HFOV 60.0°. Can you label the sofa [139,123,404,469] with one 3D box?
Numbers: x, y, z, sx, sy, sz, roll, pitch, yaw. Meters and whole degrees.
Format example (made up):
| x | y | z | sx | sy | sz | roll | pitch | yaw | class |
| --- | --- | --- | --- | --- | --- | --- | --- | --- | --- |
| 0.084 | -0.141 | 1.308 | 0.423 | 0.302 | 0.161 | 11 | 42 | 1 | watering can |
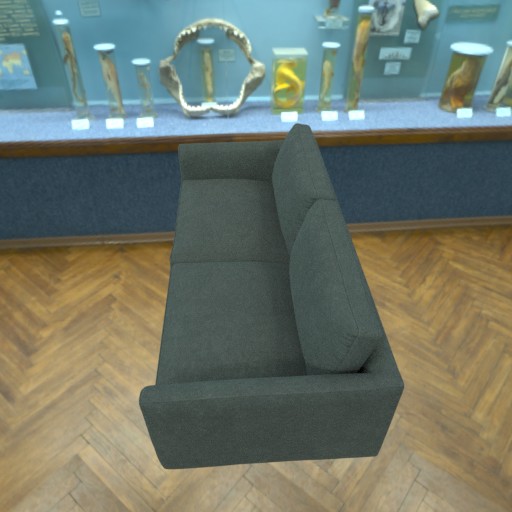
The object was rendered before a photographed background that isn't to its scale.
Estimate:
| x | y | z | sx | sy | sz | roll | pitch | yaw | class |
| --- | --- | --- | --- | --- | --- | --- | --- | --- | --- |
| 0.000 | 0.000 | 2.756 | 1.092 | 0.838 | 2.257 | -2 | 41 | -3 | sofa |
